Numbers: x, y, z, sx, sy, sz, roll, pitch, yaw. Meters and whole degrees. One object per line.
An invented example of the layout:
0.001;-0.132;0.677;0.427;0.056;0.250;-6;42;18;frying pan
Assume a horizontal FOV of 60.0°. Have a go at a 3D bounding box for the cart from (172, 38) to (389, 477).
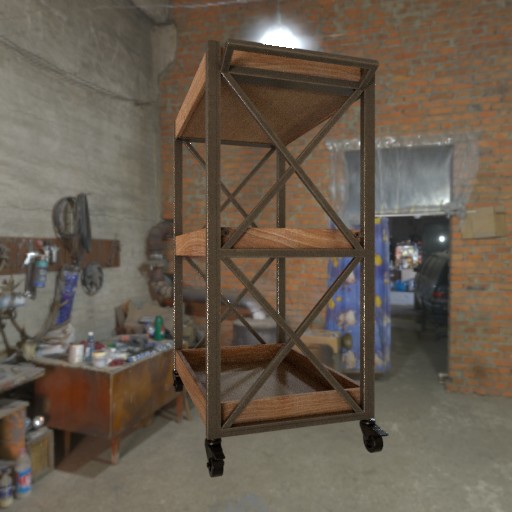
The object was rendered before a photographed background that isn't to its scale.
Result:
0.000;0.000;1.173;0.377;0.835;0.673;0;0;-17;cart
